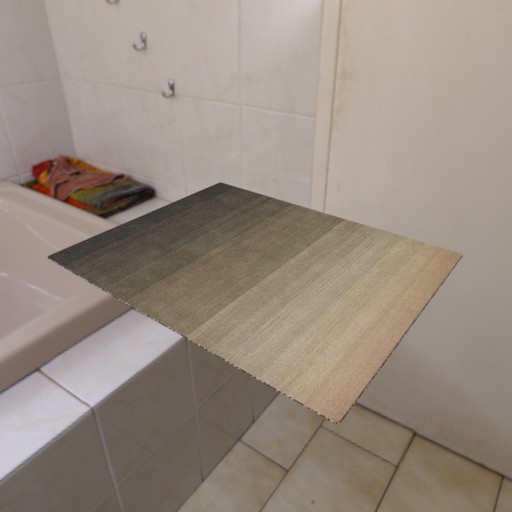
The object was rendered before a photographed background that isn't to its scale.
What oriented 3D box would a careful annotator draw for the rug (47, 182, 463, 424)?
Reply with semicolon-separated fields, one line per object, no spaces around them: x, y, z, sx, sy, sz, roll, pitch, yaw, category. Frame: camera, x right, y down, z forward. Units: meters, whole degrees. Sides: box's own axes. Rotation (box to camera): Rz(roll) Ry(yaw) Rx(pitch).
0.000;0.000;3.925;2.902;0.017;2.305;21;37;32;rug
